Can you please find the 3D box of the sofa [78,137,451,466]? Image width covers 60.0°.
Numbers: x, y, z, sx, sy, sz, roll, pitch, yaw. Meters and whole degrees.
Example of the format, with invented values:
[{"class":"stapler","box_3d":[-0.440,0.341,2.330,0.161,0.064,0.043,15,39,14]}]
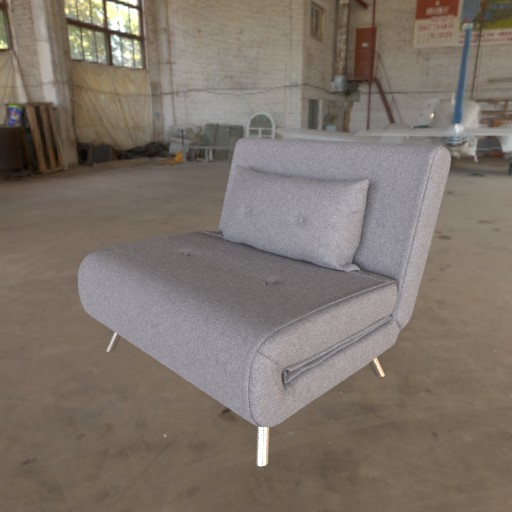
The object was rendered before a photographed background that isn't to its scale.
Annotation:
[{"class":"sofa","box_3d":[0.000,0.000,1.688,1.000,0.825,1.020,-16,24,-42]}]
